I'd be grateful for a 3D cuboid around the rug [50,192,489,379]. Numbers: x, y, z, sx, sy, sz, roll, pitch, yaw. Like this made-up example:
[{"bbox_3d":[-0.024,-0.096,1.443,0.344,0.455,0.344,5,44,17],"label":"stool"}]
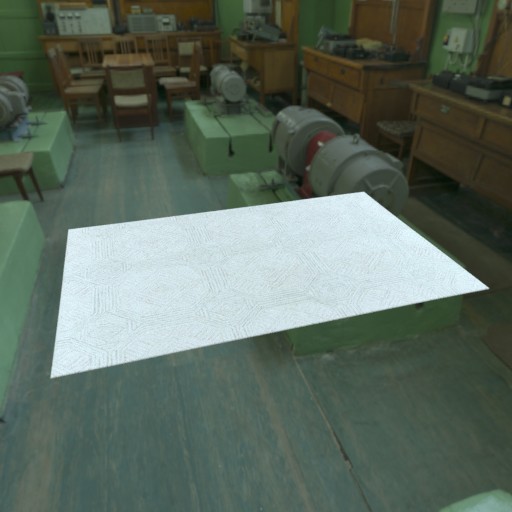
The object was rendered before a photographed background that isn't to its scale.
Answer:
[{"bbox_3d":[0.000,0.000,2.957,2.440,0.008,1.524,-9,32,-14],"label":"rug"}]
